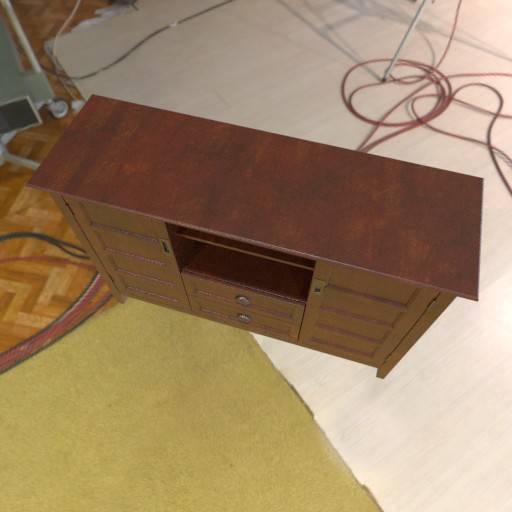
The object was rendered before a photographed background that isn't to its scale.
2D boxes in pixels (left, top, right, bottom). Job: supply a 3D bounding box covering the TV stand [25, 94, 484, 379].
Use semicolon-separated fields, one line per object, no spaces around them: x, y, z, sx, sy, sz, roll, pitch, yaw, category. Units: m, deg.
0.000;0.000;1.778;1.372;0.915;0.445;15;60;9;TV stand
